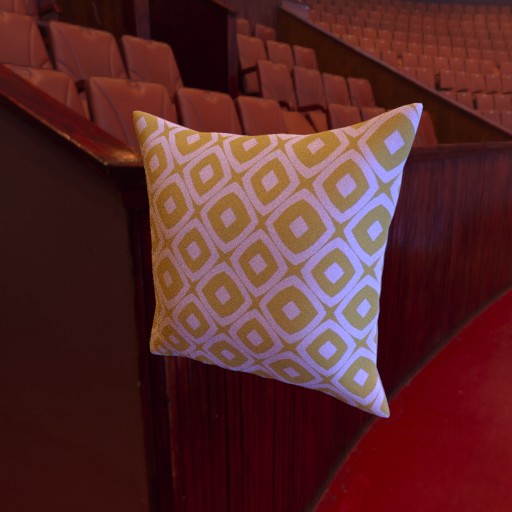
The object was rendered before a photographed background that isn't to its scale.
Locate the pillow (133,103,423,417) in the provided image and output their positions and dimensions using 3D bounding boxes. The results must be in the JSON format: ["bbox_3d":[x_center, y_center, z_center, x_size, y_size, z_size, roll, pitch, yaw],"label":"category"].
[{"bbox_3d":[0.000,0.000,0.774,0.504,0.494,0.188,8,18,26],"label":"pillow"}]
